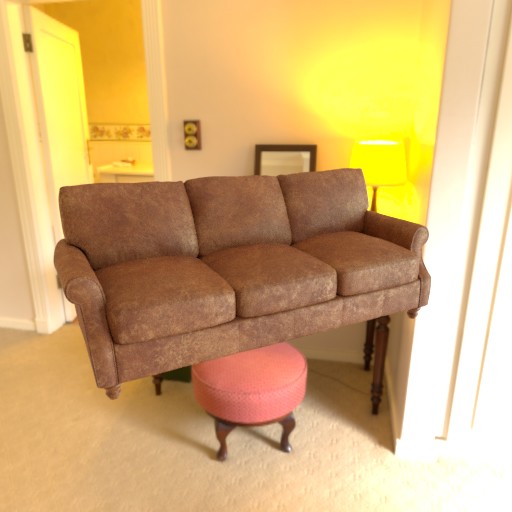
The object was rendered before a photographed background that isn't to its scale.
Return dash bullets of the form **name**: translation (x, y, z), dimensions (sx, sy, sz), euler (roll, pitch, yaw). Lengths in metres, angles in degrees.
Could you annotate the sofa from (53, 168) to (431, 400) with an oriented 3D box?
- **sofa**: translation (0.000, 0.000, 2.851), dimensions (2.351, 0.977, 0.973), euler (-9, 19, -26)
